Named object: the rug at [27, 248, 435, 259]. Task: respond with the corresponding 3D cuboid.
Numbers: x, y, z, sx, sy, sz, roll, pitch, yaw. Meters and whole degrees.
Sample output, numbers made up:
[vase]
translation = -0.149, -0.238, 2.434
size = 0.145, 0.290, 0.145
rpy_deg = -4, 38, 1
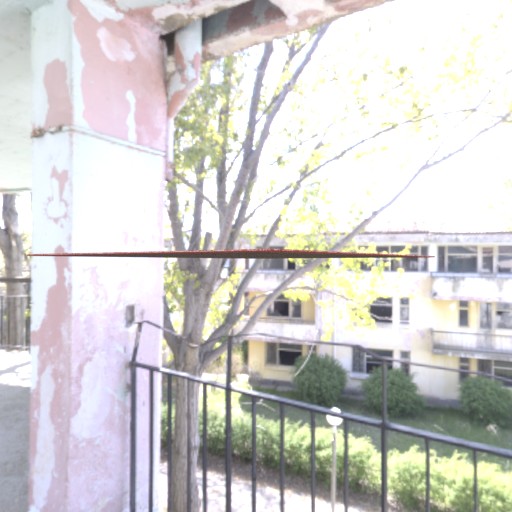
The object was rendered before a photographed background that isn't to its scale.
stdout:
[rug]
translation = 0.000, 0.000, 4.147
size = 2.441, 0.016, 3.050
rpy_deg = -1, -1, 36
